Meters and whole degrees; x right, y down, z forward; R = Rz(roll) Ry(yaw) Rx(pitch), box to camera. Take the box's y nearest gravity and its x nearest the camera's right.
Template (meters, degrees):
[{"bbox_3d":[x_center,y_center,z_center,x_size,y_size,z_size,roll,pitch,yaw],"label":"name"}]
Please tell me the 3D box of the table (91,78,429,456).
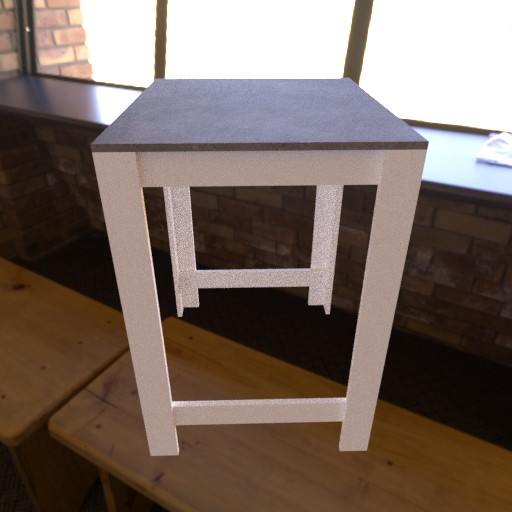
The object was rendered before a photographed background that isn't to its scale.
[{"bbox_3d":[0.000,0.000,1.519,0.700,1.020,0.800,-1,31,-1],"label":"table"}]
